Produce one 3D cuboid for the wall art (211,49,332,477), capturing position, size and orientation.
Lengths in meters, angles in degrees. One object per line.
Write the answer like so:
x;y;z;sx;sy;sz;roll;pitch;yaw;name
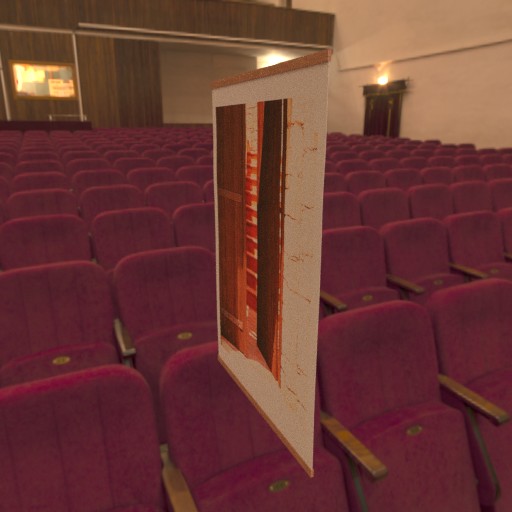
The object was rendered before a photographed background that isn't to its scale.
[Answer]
0.000;0.000;1.955;0.019;1.527;1.019;-7;17;-24;wall art
